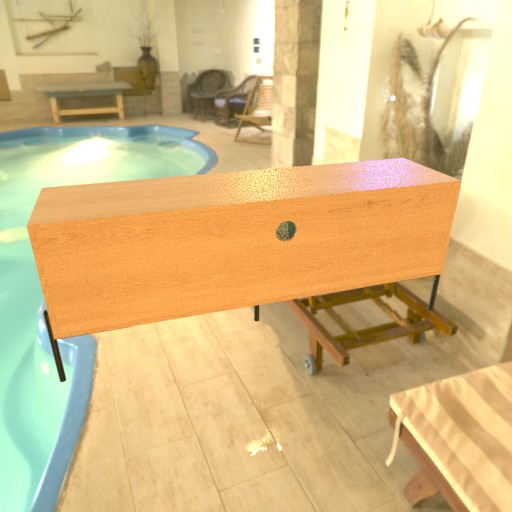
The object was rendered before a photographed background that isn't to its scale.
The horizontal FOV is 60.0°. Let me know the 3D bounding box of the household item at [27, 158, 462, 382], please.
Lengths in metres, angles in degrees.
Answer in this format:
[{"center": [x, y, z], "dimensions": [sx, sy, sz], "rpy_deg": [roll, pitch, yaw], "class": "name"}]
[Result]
[{"center": [0.000, 0.000, 1.778], "dimensions": [1.550, 0.600, 0.400], "rpy_deg": [-8, 27, -16], "class": "household item"}]
